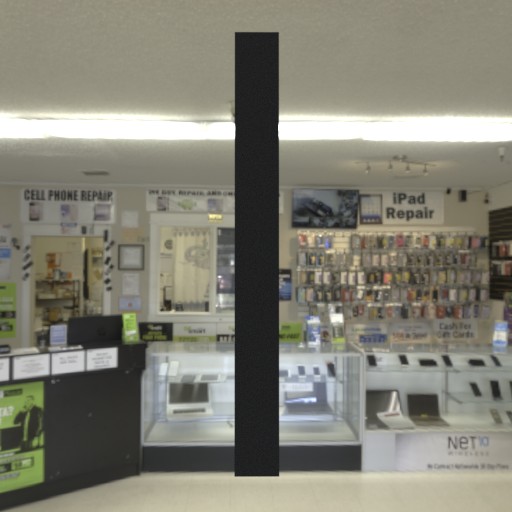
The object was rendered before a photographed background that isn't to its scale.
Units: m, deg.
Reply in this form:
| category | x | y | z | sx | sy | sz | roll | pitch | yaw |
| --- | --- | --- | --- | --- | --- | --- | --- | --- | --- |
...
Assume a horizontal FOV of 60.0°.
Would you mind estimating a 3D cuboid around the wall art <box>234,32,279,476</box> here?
| category | x | y | z | sx | sy | sz | roll | pitch | yaw |
| --- | --- | --- | --- | --- | --- | --- | --- | --- | --- |
| wall art | 0.000 | 0.000 | 0.458 | 0.030 | 0.305 | 0.308 | 0 | -1 | 0 |
